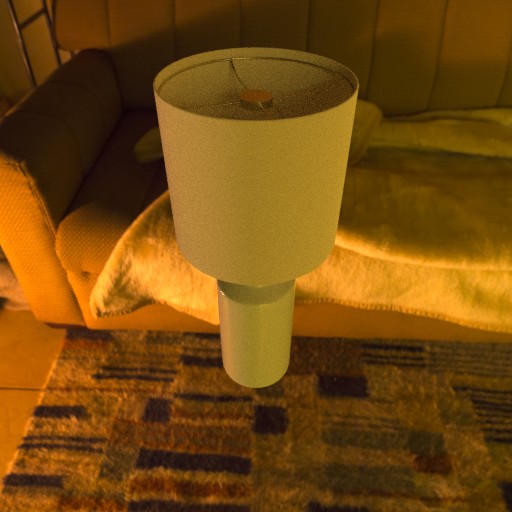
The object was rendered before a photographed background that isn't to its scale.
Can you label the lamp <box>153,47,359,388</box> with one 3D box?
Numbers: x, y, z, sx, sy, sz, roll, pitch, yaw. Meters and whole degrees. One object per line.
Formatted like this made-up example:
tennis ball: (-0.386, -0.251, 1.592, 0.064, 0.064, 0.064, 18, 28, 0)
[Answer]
lamp: (0.000, 0.000, 0.624, 0.212, 0.493, 0.212, -12, 42, -13)
